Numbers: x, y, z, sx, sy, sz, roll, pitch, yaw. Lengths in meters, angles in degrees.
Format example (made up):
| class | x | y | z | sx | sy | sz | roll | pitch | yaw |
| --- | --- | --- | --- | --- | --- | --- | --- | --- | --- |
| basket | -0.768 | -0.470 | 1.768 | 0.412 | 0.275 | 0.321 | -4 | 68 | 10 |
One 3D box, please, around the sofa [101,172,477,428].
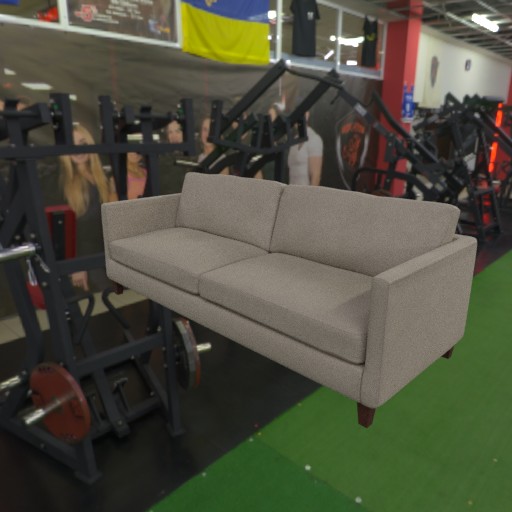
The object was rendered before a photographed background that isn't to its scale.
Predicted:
| class | x | y | z | sx | sy | sz | roll | pitch | yaw |
| --- | --- | --- | --- | --- | --- | --- | --- | --- | --- |
| sofa | 0.000 | 0.000 | 2.892 | 0.988 | 0.912 | 2.404 | -16 | 23 | -42 |
